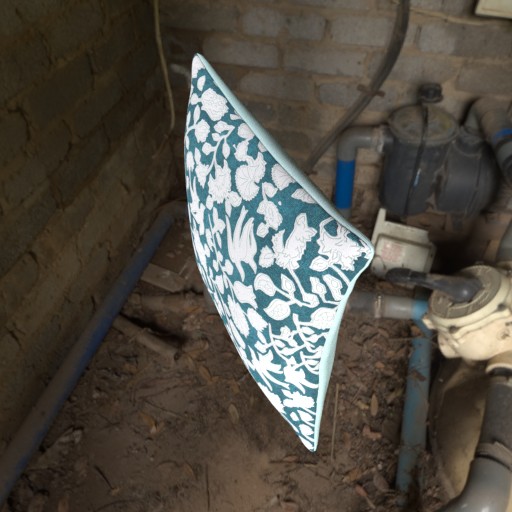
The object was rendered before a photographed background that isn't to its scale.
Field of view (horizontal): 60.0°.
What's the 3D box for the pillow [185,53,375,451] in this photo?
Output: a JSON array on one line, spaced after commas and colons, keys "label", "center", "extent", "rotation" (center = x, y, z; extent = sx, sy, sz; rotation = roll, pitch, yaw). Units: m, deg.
[{"label": "pillow", "center": [0.000, 0.000, 0.773], "extent": [0.166, 0.508, 0.525], "rotation": [-18, 49, -17]}]
